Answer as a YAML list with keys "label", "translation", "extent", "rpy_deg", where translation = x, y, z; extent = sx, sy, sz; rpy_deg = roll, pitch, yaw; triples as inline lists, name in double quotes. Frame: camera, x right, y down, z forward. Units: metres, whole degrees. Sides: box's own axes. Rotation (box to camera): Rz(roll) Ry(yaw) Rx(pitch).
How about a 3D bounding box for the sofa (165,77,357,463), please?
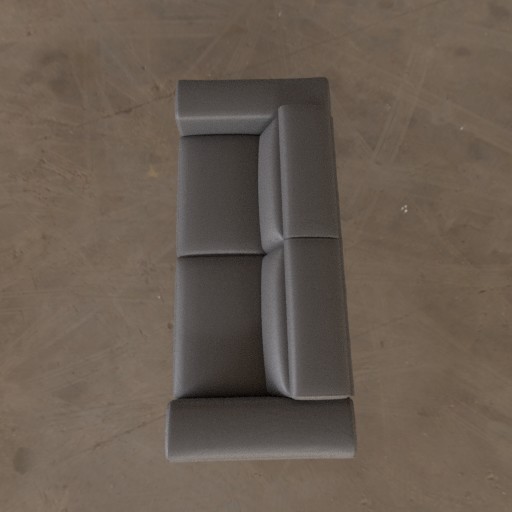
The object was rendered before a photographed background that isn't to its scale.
- label: "sofa"
  translation: [0.000, 0.000, 2.781]
  extent: [1.023, 0.759, 2.321]
  rpy_deg: [-1, 74, 0]
